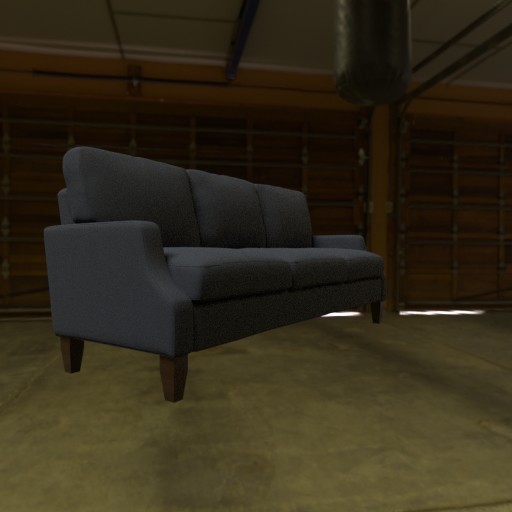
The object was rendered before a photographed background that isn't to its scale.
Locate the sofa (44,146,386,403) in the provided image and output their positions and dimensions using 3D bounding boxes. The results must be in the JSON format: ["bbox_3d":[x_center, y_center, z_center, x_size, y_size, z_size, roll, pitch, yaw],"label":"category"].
[{"bbox_3d":[0.000,0.000,2.578,0.888,0.984,2.115,1,1,35],"label":"sofa"}]
